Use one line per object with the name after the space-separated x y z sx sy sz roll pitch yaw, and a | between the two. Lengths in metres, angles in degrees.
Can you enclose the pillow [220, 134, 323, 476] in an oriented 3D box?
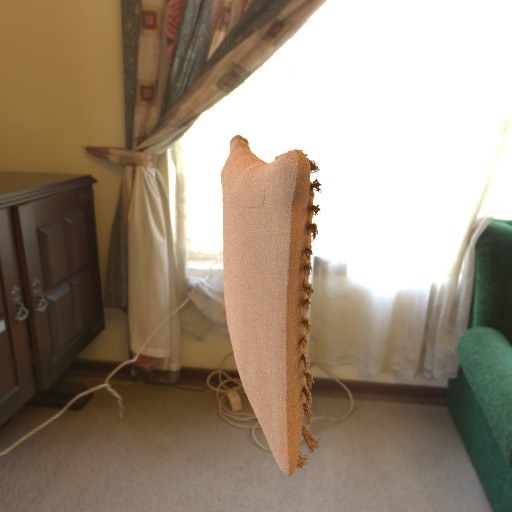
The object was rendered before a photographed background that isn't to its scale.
0.000 0.000 0.590 0.084 0.305 0.466 -2 17 -8 | pillow
